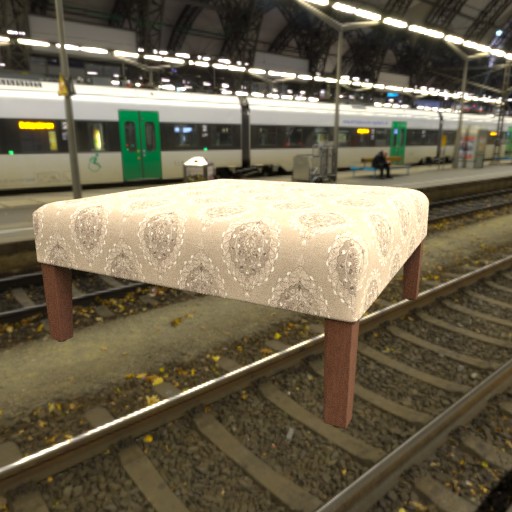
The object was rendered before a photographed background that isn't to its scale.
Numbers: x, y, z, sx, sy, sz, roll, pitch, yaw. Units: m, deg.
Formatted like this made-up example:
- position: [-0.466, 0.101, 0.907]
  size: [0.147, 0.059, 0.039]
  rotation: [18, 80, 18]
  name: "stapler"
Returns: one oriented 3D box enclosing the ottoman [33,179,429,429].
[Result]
- position: [0.000, 0.000, 1.388]
  size: [0.889, 0.411, 0.890]
  rotation: [8, 17, 27]
  name: "ottoman"
